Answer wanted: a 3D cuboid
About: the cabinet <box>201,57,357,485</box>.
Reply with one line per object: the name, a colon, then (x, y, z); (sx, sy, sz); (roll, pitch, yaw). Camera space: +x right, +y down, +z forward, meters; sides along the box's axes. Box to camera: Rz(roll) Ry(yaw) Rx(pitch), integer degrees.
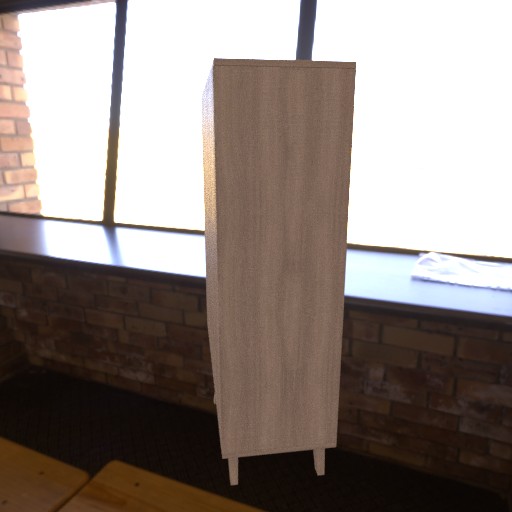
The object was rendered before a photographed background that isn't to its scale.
cabinet: (0.000, 0.000, 1.903); (0.398, 1.388, 1.111); (-2, 15, -8)
